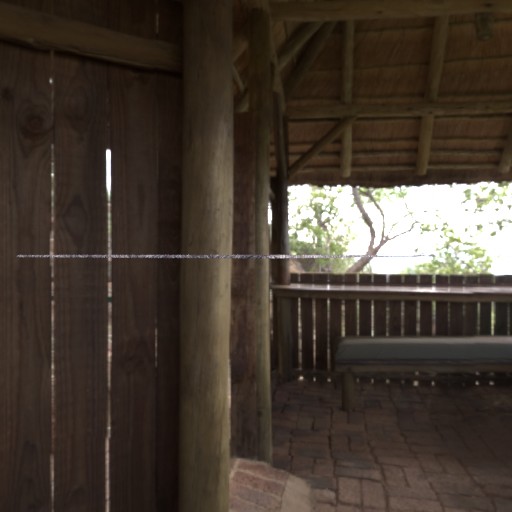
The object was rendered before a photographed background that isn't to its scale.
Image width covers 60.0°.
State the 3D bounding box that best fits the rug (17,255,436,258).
[{"bbox_3d":[0.000,0.000,4.135,2.448,0.017,3.204,0,0,36],"label":"rug"}]
